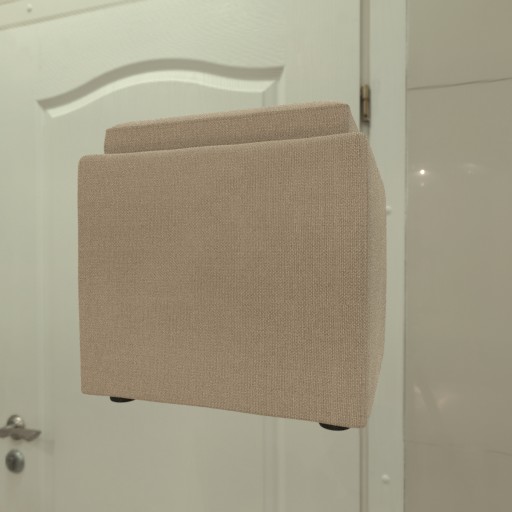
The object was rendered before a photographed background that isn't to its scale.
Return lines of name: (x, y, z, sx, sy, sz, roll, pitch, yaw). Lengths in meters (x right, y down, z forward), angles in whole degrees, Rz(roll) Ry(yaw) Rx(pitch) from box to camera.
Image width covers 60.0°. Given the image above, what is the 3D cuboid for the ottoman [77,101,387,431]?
ottoman: (0.000, 0.000, 0.820, 0.451, 0.460, 0.450, 0, 1, 19)
